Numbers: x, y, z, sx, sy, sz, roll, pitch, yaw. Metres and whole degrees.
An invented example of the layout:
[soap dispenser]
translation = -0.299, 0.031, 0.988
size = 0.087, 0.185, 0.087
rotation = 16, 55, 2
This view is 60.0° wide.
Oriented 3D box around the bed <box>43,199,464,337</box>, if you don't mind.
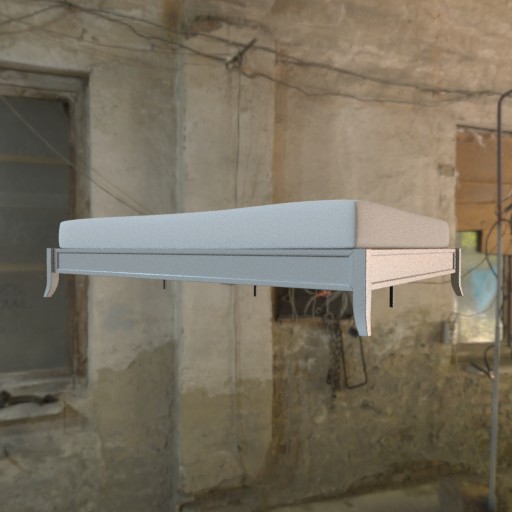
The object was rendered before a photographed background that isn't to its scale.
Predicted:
[bed]
translation = 0.000, 0.000, 2.788
size = 2.108, 0.510, 1.604
rotation = 1, 1, 36
